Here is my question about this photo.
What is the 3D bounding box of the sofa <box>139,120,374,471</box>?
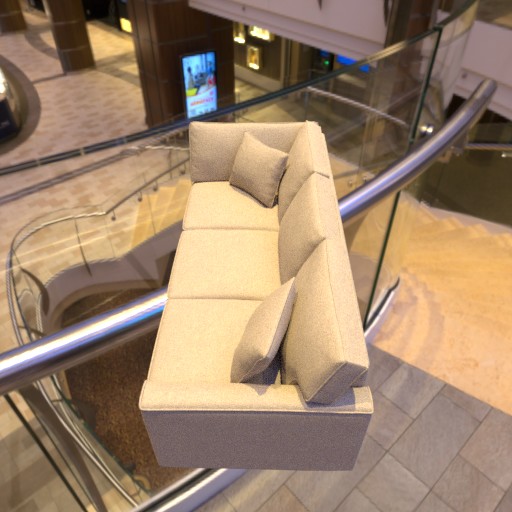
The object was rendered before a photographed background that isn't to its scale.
[{"bbox_3d":[0.000,0.000,2.831,1.061,0.962,2.317,1,42,1],"label":"sofa"}]
